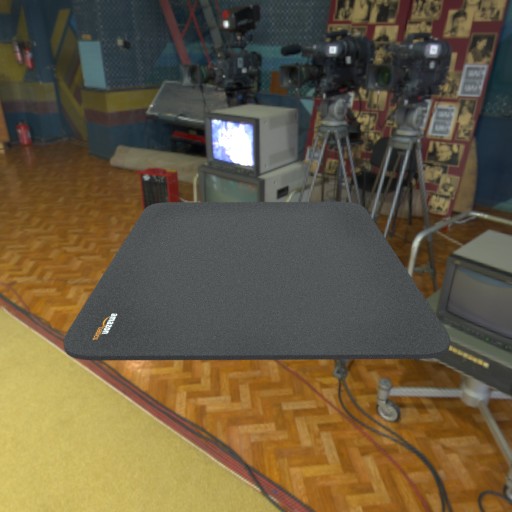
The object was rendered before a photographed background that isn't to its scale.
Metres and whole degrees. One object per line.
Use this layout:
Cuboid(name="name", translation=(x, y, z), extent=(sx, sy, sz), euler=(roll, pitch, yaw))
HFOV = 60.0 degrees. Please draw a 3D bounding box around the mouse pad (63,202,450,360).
Cuboid(name="mouse pad", translation=(0.000, 0.000, 0.322), extent=(0.203, 0.003, 0.229), euler=(0, 26, 0))
